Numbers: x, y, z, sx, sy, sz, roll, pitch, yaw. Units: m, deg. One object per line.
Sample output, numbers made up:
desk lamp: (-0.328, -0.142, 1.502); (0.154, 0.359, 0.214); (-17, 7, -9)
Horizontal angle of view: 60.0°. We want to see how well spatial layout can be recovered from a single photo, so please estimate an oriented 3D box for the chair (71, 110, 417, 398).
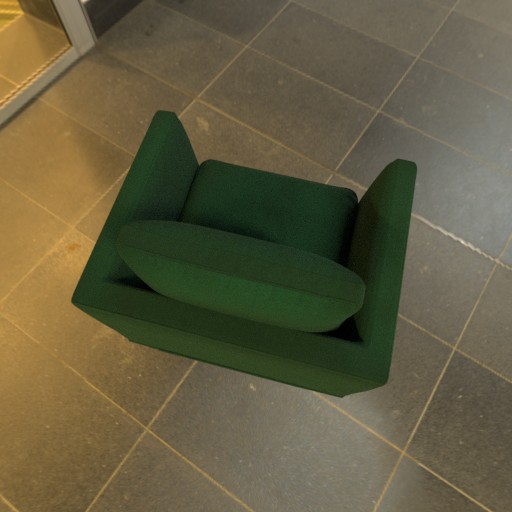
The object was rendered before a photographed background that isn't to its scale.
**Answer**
chair: (0.000, 0.000, 1.775); (1.047, 0.997, 0.852); (13, 66, 6)
